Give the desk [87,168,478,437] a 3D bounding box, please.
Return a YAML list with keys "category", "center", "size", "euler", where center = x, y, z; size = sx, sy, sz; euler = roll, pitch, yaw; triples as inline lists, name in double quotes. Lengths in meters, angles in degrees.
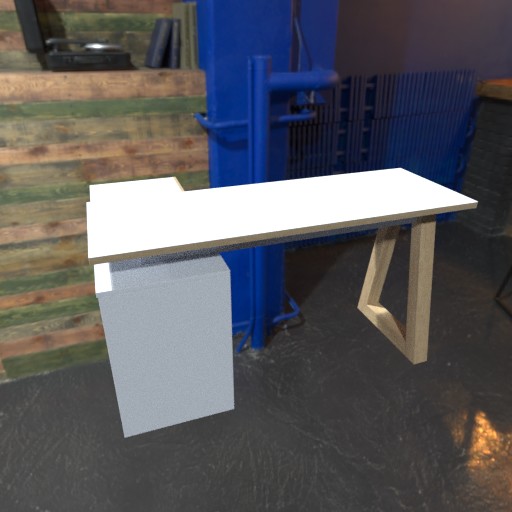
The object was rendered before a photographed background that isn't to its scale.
- category: "desk"
  center: [0.000, 0.000, 2.110]
  size: [1.404, 0.755, 1.098]
  euler: [-9, 28, -17]
